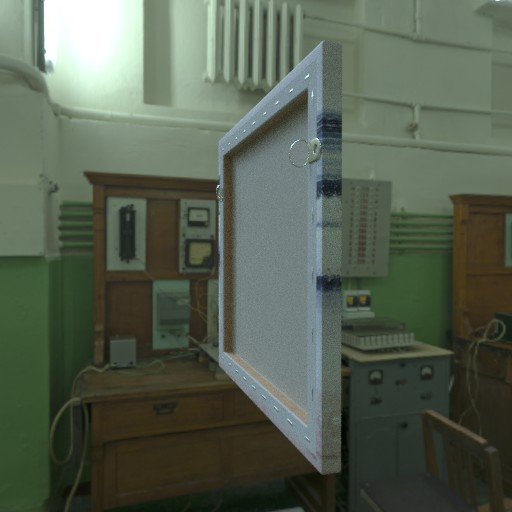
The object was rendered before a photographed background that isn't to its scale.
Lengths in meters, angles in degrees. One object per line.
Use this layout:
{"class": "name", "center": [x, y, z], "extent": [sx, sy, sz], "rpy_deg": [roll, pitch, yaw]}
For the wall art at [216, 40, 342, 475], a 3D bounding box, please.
{"class": "wall art", "center": [0.000, 0.000, 1.117], "extent": [0.065, 0.747, 0.755], "rpy_deg": [0, 1, -18]}
